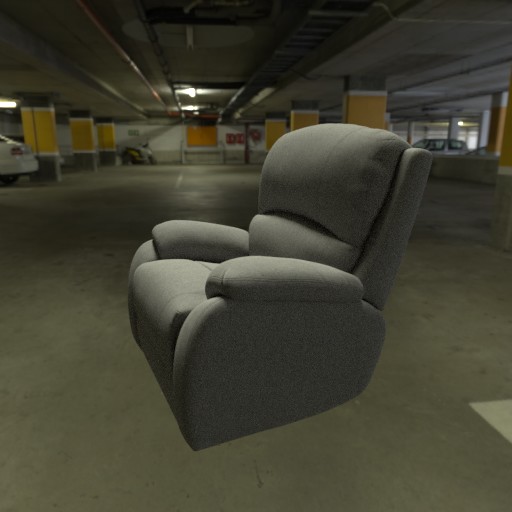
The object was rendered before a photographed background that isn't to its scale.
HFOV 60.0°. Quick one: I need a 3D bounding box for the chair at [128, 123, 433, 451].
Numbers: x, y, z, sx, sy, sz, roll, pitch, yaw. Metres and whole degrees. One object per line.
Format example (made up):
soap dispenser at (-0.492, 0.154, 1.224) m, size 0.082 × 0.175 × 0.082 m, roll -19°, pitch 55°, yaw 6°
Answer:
chair at (0.000, 0.000, 1.744) m, size 0.899 × 1.011 × 0.930 m, roll -7°, pitch 16°, yaw -25°
